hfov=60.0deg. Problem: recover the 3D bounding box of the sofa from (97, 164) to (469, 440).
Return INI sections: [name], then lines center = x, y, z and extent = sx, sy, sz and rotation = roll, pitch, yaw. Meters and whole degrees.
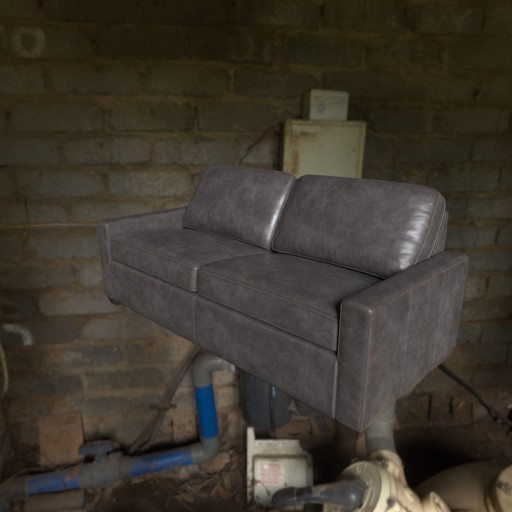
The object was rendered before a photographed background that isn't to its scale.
[sofa]
center = 0.000, 0.000, 2.586
extent = 2.081, 0.916, 0.939
rotation = 16, 23, 42
